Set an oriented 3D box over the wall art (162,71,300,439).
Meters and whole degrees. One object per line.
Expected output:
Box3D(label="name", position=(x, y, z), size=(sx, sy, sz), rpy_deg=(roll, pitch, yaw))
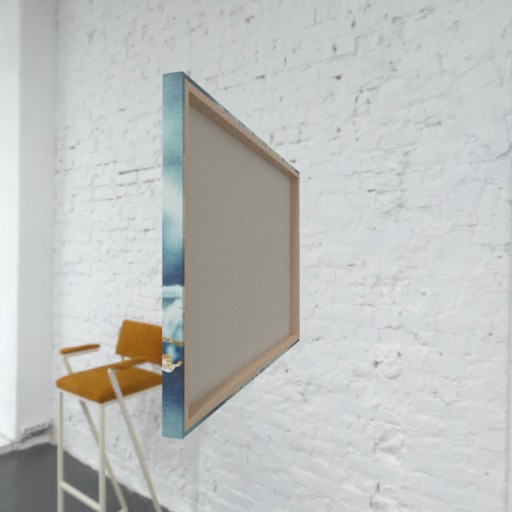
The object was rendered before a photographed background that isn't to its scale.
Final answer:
Box3D(label="wall art", position=(0.000, 0.000, 1.172), size=(0.038, 0.608, 0.912), rpy_deg=(0, 0, 18))
